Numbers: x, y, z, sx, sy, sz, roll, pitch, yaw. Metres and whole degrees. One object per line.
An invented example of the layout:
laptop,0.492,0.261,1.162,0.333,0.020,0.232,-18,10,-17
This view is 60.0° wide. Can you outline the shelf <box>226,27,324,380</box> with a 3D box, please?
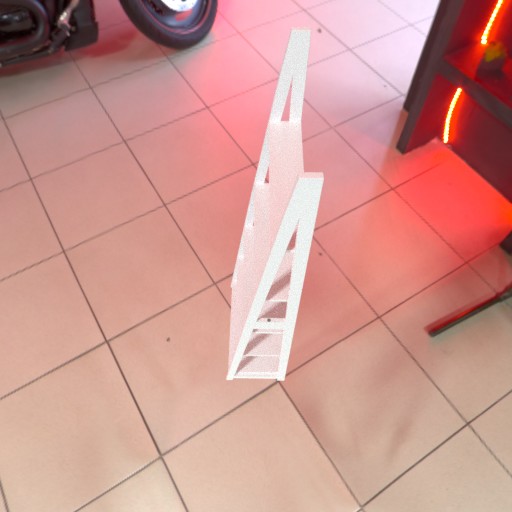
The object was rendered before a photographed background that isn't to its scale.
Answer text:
shelf,0.000,0.000,2.008,0.341,1.779,0.636,1,59,0
